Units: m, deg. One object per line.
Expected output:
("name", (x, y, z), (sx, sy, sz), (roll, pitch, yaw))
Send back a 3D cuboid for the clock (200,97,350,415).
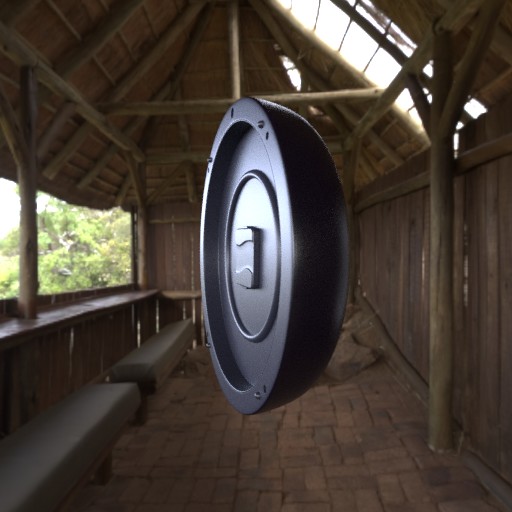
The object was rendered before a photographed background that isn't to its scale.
("clock", (0.000, 0.000, 0.449), (0.060, 0.300, 0.300), (0, 1, -19))
